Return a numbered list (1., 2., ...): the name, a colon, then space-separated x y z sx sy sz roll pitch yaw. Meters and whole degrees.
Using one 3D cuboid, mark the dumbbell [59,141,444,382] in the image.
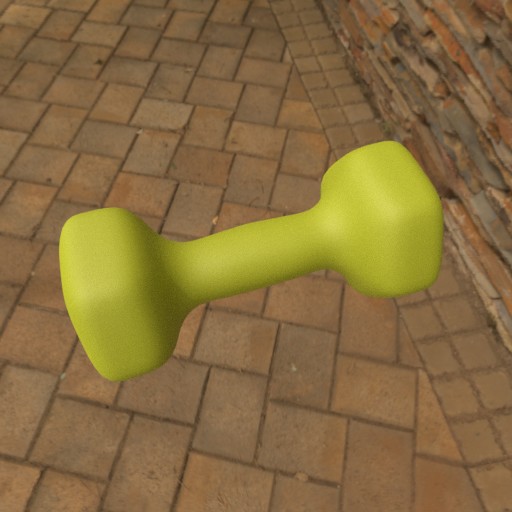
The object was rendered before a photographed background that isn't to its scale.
1. dumbbell: 0.000 0.000 0.207 0.164 0.072 0.080 -15 59 -9
